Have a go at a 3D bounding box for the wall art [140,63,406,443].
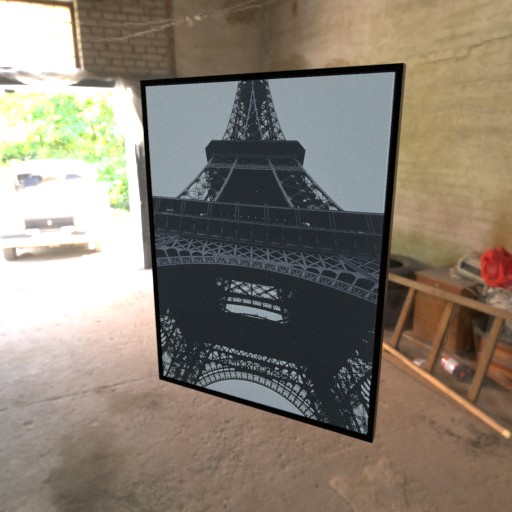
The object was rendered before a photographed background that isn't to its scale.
[{"bbox_3d":[0.000,0.000,1.385,0.805,1.062,0.040,8,17,26],"label":"wall art"}]
